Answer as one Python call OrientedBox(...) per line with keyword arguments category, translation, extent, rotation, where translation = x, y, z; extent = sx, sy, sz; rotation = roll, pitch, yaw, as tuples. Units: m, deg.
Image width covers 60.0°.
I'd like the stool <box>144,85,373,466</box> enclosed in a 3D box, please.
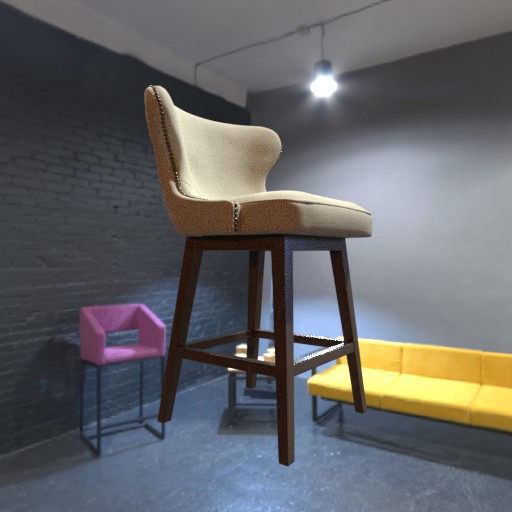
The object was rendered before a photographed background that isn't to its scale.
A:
OrientedBox(category="stool", translation=(0.000, 0.000, 1.361), extent=(0.597, 0.972, 0.615), rotation=(0, 0, 37))
